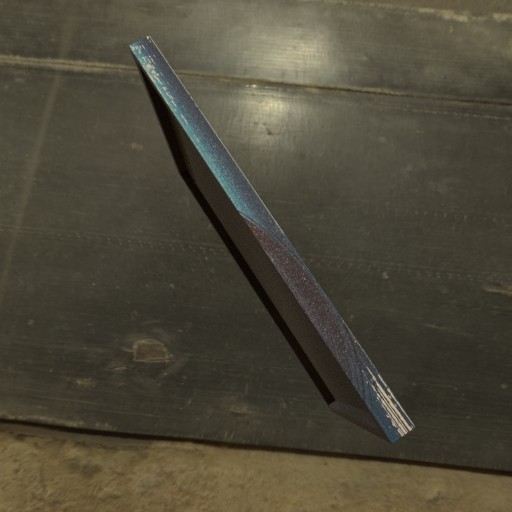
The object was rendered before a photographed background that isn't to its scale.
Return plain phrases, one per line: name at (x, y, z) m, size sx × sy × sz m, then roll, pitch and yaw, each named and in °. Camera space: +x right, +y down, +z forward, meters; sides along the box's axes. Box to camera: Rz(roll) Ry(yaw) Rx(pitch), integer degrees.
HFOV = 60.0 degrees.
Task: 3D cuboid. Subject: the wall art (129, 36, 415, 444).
wall art at (0.000, 0.000, 0.749) m, size 0.033 × 0.406 × 0.609 m, roll -32°, pitch 78°, yaw -8°
